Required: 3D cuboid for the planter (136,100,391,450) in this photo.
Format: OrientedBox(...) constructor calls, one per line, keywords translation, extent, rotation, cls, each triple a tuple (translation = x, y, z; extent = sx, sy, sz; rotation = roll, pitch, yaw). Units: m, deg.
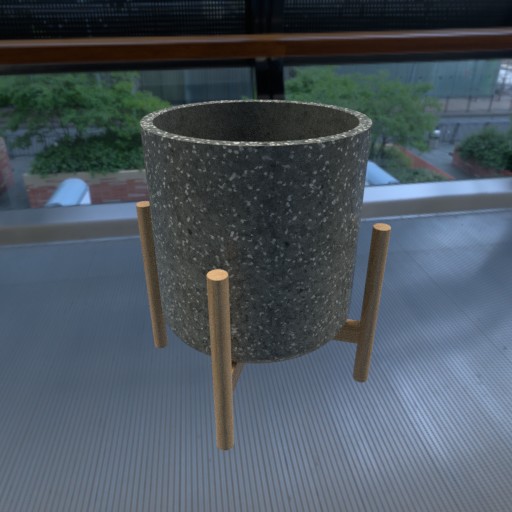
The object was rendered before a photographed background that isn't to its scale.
OrientedBox(translation=(0.000, 0.000, 0.690), extent=(0.360, 0.419, 0.360), rotation=(19, 33, 32), cls="planter")
